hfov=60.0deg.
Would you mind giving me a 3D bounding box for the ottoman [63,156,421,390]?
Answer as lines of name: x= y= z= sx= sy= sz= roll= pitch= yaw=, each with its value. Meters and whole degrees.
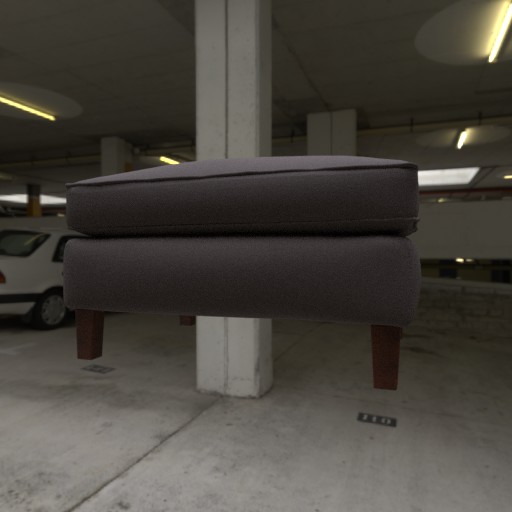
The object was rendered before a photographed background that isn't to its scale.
ottoman: x=0.000 y=0.000 z=0.988 sx=0.686 sy=0.406 sz=0.508 roll=0 pitch=1 yaw=19
